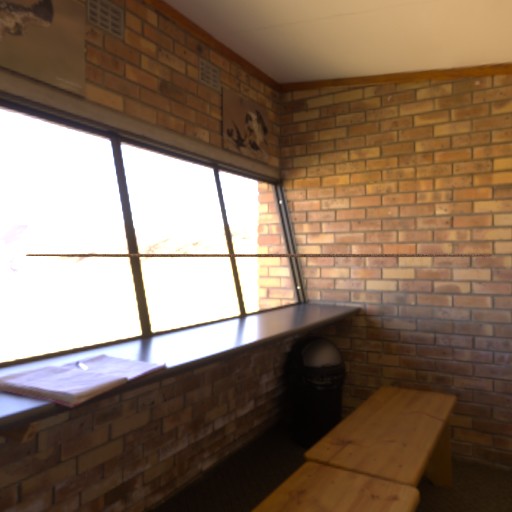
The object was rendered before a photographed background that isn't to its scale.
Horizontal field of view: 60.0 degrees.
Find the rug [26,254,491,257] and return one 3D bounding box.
[{"bbox_3d":[0.000,0.000,2.780,2.141,0.013,1.566,0,0,-1],"label":"rug"}]
